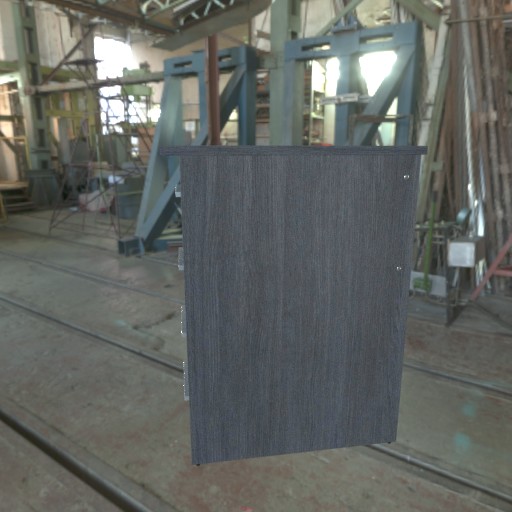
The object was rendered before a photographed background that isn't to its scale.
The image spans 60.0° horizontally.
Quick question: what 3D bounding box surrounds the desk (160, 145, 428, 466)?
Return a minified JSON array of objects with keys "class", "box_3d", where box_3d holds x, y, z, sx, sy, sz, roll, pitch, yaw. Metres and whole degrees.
[{"class":"desk","box_3d":[0.000,0.000,1.511,0.560,0.730,1.096,-2,14,-9]}]
